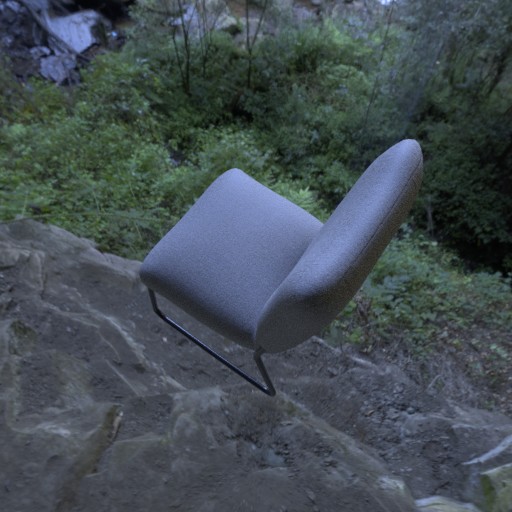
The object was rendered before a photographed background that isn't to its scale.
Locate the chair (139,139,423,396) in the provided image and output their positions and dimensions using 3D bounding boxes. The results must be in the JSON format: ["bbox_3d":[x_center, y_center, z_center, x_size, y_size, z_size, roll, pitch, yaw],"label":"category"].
[{"bbox_3d":[0.000,0.000,1.178,0.560,0.864,0.448,32,68,15],"label":"chair"}]
